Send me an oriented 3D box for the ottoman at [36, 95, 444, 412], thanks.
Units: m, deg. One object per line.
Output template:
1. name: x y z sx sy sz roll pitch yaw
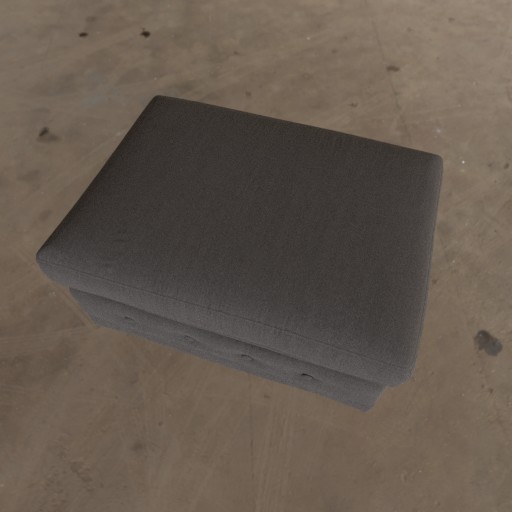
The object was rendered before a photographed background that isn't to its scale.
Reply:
1. ottoman: 0.000 0.000 1.134 0.771 0.500 0.569 16 58 10
